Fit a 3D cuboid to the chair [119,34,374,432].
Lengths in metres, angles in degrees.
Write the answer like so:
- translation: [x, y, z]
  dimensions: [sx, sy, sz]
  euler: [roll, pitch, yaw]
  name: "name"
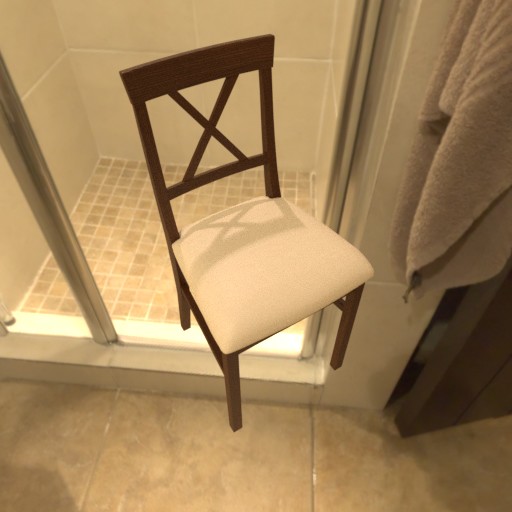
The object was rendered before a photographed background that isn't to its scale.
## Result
- translation: [0.000, 0.000, 1.172]
  dimensions: [0.440, 0.913, 0.480]
  euler: [-25, 52, -21]
  name: "chair"
